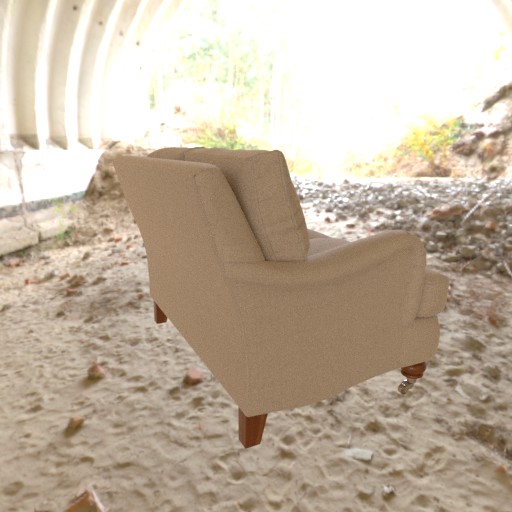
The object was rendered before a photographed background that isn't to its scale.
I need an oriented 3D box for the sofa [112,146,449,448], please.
[{"bbox_3d":[0.000,0.000,2.187,1.087,1.048,1.508,-7,16,-25],"label":"sofa"}]
